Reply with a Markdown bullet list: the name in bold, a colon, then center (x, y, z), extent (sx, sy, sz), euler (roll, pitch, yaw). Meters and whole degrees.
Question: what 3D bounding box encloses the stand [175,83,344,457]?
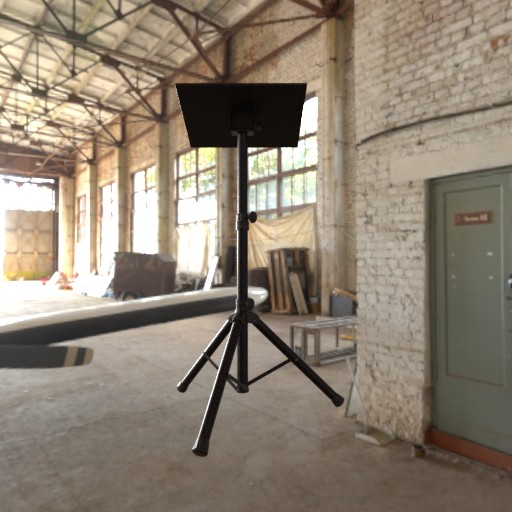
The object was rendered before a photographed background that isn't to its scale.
- **stand**: center (0.000, 0.000, 1.643), extent (0.702, 1.198, 0.702), euler (0, -1, 0)
